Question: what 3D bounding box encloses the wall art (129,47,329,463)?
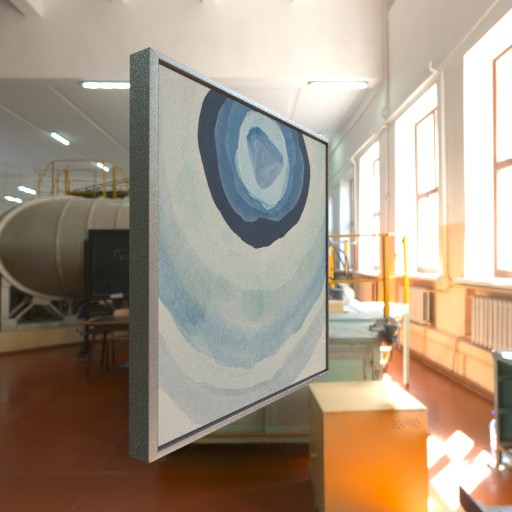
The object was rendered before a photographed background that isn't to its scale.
[{"bbox_3d":[0.000,0.000,0.520,0.028,0.349,0.349,0,-1,35],"label":"wall art"}]
